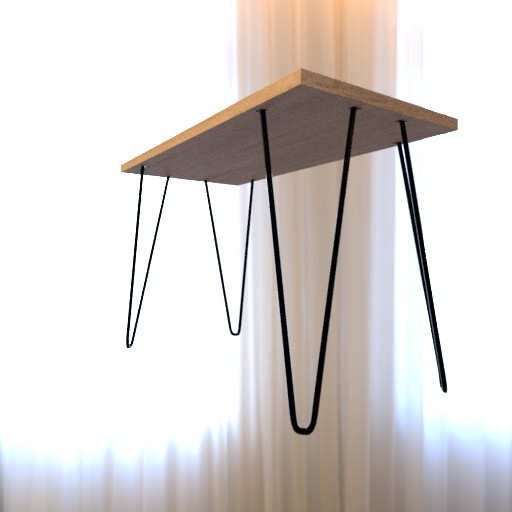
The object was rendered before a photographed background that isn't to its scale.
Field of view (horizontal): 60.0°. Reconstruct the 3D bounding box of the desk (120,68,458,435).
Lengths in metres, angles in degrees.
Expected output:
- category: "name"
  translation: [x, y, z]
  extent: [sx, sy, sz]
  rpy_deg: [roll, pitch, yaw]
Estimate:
- category: "desk"
  translation: [0.000, 0.000, 1.330]
  extent: [0.499, 0.660, 0.991]
  rpy_deg: [0, 0, -35]
